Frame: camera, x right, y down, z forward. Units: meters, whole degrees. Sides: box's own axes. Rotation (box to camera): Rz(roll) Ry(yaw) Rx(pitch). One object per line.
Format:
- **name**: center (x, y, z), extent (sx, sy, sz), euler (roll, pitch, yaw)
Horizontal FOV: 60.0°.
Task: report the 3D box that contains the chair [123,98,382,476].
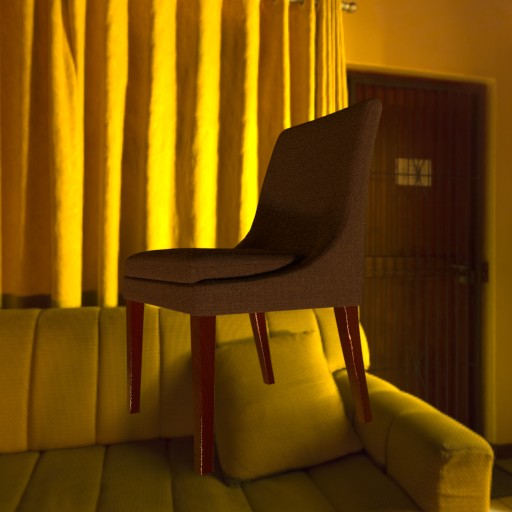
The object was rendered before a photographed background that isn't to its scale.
- **chair**: center (0.000, 0.000, 1.334), extent (0.655, 0.952, 0.508), euler (0, 0, -35)
